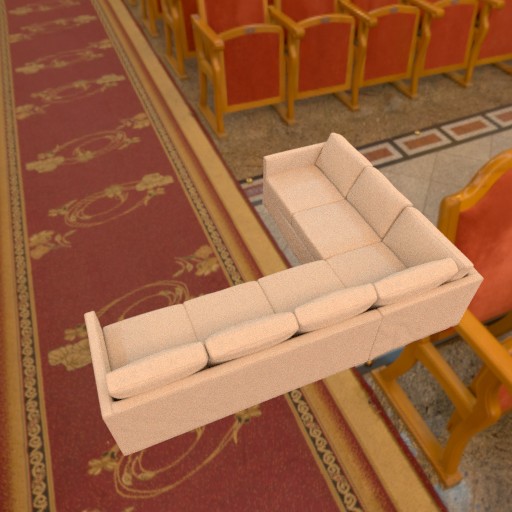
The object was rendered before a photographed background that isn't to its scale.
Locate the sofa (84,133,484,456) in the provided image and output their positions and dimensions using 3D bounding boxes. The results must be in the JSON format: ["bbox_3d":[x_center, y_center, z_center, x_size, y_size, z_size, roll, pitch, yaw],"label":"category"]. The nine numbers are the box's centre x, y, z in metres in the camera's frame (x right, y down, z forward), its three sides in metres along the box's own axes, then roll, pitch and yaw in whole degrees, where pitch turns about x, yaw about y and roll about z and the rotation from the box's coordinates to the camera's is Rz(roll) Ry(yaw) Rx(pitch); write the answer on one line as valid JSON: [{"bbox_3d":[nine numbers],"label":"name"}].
[{"bbox_3d":[0.000,0.000,4.257,3.182,0.871,2.432,-16,48,-15],"label":"sofa"}]
